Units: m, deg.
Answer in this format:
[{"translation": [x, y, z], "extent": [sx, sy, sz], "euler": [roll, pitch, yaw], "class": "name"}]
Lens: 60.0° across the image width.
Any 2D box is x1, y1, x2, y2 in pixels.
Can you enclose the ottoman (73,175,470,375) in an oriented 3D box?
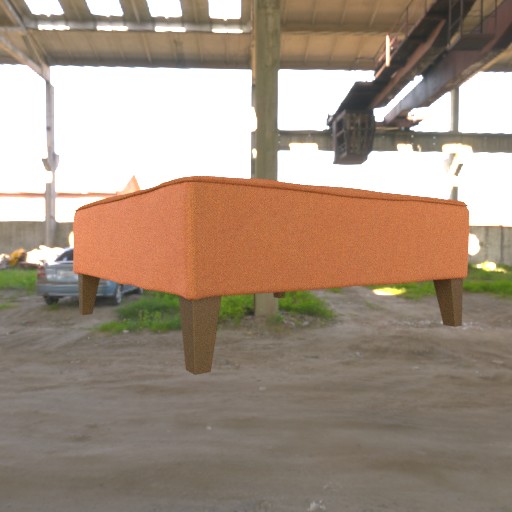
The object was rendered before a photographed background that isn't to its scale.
[{"translation": [0.000, 0.000, 1.531], "extent": [0.999, 0.438, 0.997], "euler": [-1, 2, -35], "class": "ottoman"}]
